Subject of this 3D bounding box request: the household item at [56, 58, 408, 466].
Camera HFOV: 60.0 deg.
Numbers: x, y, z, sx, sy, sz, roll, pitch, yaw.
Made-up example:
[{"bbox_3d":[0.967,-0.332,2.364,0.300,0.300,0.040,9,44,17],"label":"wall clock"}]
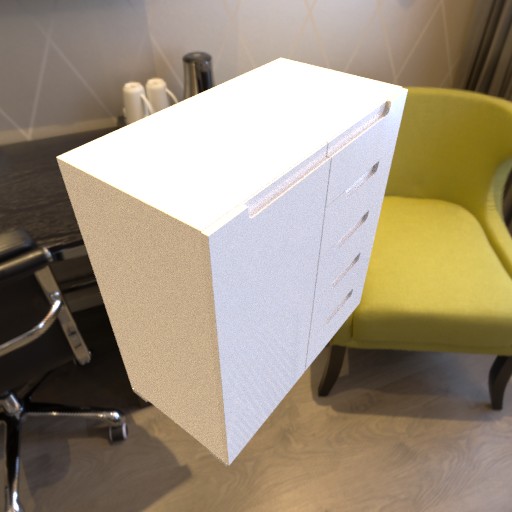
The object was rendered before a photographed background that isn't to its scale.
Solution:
[{"bbox_3d":[0.000,0.000,1.338,0.420,0.870,0.800,27,48,27],"label":"household item"}]
